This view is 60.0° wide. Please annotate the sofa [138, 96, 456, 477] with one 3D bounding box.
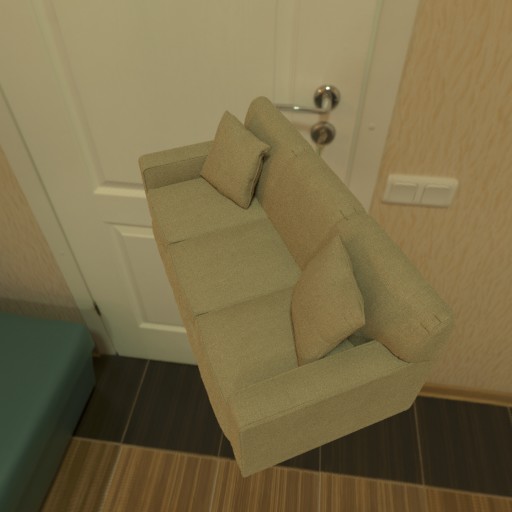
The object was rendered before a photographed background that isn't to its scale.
[{"bbox_3d":[0.000,0.000,2.576,0.997,0.958,2.024,-16,48,-15],"label":"sofa"}]
